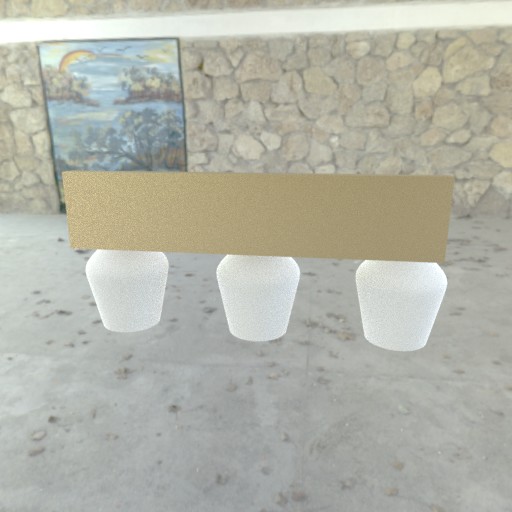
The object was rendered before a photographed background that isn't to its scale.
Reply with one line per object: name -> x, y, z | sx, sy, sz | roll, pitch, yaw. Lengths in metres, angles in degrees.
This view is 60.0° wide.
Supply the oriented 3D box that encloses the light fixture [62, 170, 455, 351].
light fixture -> 0.000, 0.000, 0.723 | 0.609, 0.280, 0.190 | 2, 16, 8
